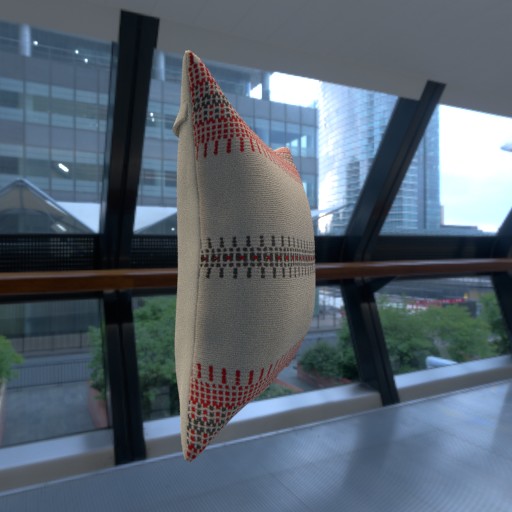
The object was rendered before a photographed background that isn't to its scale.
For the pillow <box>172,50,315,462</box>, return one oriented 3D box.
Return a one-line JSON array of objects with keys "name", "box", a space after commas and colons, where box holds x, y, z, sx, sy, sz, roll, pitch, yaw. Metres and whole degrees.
[{"name": "pillow", "box": [0.000, 0.000, 0.704, 0.160, 0.454, 0.463, 0, 0, 18]}]
